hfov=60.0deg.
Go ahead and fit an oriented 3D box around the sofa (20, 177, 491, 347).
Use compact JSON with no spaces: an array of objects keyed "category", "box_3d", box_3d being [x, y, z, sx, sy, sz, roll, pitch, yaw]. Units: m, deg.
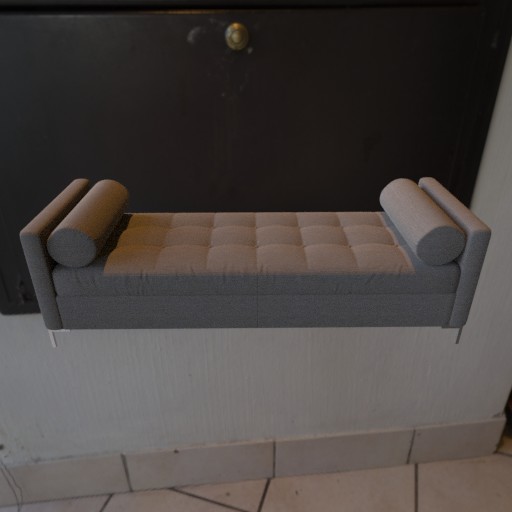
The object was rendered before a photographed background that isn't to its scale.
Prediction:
[{"category":"sofa","box_3d":[0.000,0.000,2.283,1.981,0.635,0.686,0,29,-1]}]
